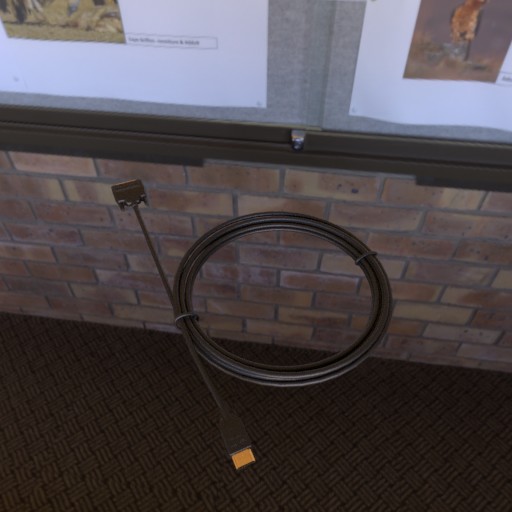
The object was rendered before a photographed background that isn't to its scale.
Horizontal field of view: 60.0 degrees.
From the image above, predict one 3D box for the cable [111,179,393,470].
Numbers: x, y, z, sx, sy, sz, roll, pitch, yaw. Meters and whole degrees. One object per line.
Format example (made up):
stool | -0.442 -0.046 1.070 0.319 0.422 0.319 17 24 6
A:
cable | 0.000 0.000 0.518 0.257 0.030 0.422 -18 48 -17
